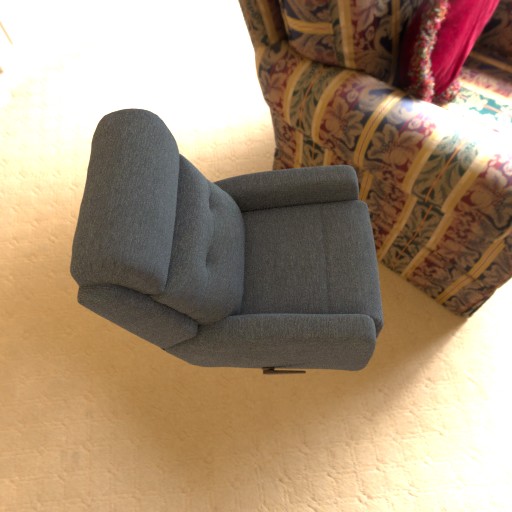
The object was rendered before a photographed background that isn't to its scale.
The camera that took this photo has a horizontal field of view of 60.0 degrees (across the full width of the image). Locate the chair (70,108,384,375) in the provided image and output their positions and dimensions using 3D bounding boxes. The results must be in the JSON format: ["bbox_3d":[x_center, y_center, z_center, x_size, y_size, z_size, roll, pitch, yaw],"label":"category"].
[{"bbox_3d":[0.000,0.000,1.704,1.043,1.013,0.798,0,65,0],"label":"chair"}]
